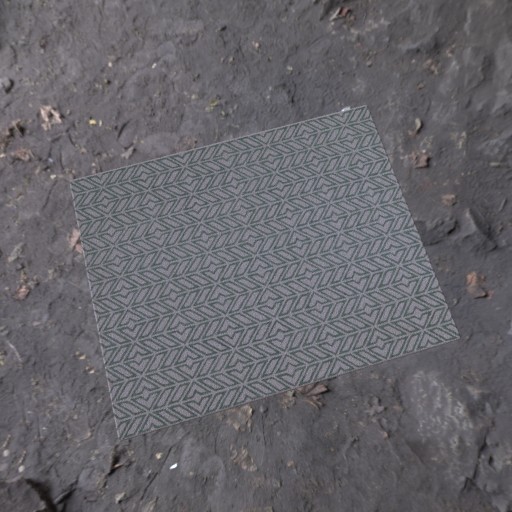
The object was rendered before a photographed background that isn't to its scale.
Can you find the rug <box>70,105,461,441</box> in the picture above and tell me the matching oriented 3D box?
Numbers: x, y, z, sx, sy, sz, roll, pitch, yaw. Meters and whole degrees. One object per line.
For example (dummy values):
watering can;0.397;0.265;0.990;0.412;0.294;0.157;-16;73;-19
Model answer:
rug;0.000;0.000;4.083;3.050;0.017;2.441;-15;75;-4
